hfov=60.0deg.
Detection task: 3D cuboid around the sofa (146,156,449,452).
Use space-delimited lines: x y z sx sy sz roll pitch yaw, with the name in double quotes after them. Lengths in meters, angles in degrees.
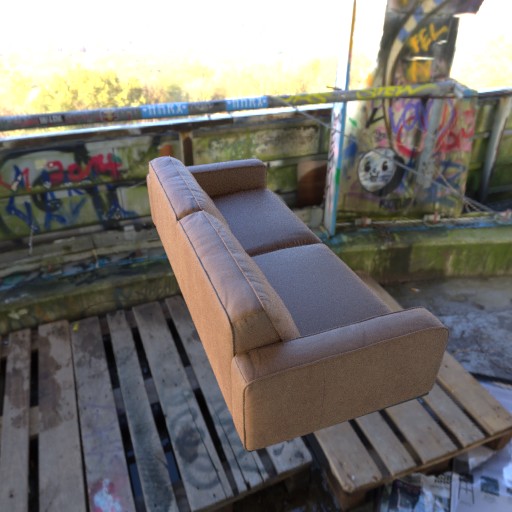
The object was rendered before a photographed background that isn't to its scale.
0.000 0.000 2.717 0.953 0.780 2.270 -11 34 -18 "sofa"
